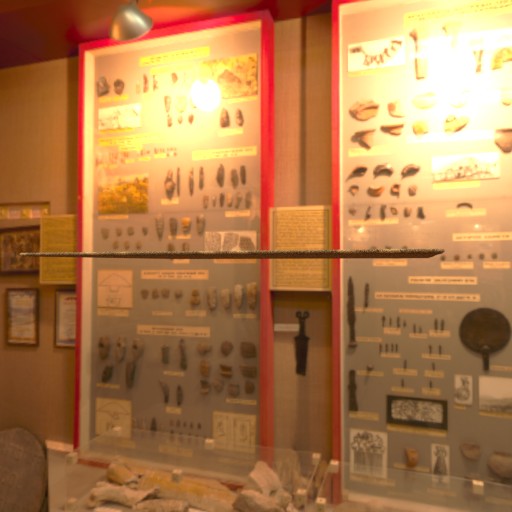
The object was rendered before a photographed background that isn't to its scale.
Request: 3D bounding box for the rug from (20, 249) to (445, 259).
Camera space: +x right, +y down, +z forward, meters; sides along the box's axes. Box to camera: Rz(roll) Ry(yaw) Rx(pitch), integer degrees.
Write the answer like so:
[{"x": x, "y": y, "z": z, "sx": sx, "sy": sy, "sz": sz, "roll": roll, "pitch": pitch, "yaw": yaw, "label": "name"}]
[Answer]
[{"x": 0.000, "y": 0.000, "z": 4.001, "sx": 3.000, "sy": 0.026, "sz": 2.399, "roll": 0, "pitch": -1, "yaw": 20, "label": "rug"}]
